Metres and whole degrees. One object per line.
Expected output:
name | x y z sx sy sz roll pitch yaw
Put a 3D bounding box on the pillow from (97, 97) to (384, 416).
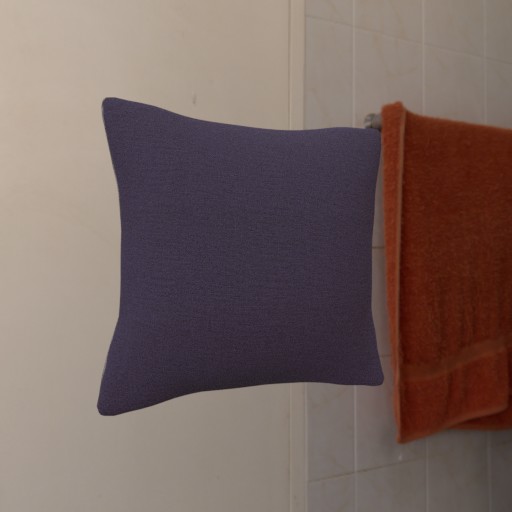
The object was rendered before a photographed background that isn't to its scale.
pillow | 0.000 0.000 0.649 0.437 0.419 0.136 0 -1 -20
